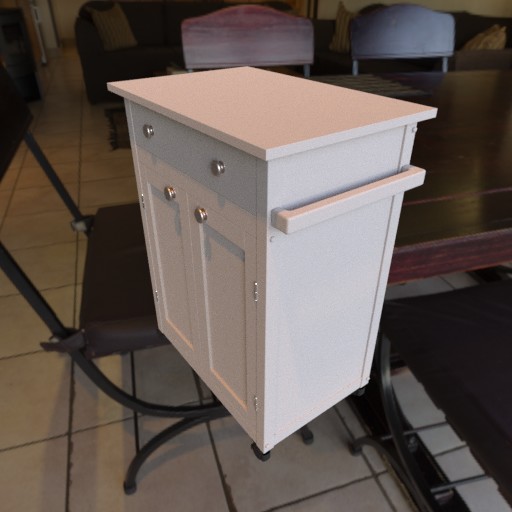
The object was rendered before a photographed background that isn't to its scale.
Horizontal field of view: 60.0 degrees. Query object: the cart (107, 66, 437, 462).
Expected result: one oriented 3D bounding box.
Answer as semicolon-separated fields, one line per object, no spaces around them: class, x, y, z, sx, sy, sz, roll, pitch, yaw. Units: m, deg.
cart;0.000;0.000;1.238;0.442;0.864;0.683;-21;38;-31
